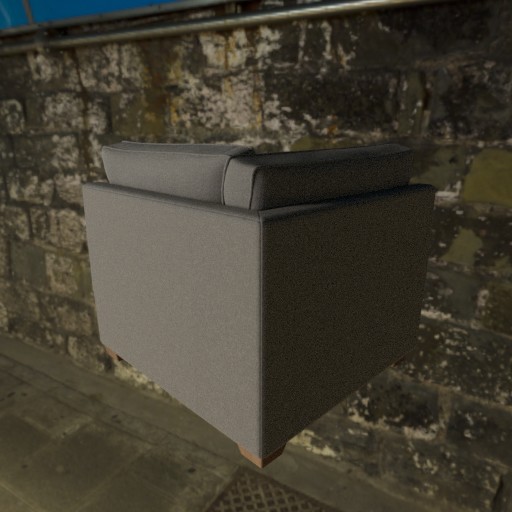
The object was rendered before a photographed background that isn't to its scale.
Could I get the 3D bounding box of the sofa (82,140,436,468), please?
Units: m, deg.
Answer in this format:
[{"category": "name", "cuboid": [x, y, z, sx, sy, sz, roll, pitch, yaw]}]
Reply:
[{"category": "sofa", "cuboid": [0.000, 0.000, 1.995, 1.084, 1.002, 1.146, -15, 22, -42]}]
